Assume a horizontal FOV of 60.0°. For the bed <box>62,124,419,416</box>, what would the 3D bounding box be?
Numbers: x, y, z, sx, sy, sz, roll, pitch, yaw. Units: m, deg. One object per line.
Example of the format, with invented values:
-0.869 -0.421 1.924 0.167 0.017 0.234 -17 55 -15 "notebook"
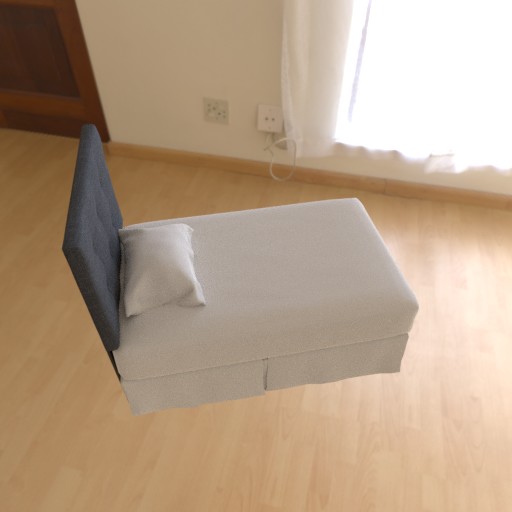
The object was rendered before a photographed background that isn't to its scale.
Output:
0.000 0.000 3.020 1.997 1.571 1.261 -8 46 -8 "bed"
